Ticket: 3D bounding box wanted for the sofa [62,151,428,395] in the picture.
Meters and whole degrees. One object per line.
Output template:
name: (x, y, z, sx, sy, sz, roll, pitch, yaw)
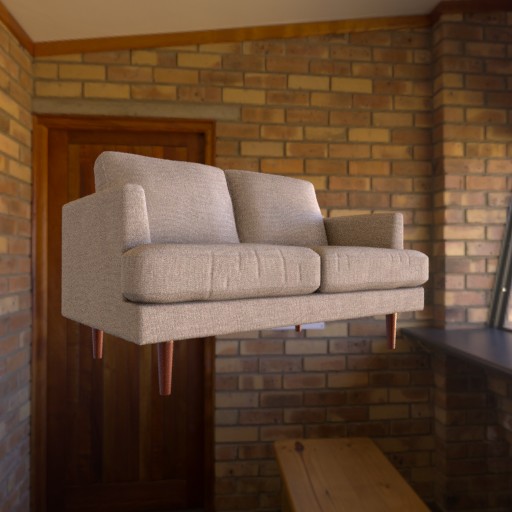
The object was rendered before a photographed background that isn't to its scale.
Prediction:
sofa: (0.000, 0.000, 2.129, 1.582, 0.944, 0.903, 0, -1, -38)
